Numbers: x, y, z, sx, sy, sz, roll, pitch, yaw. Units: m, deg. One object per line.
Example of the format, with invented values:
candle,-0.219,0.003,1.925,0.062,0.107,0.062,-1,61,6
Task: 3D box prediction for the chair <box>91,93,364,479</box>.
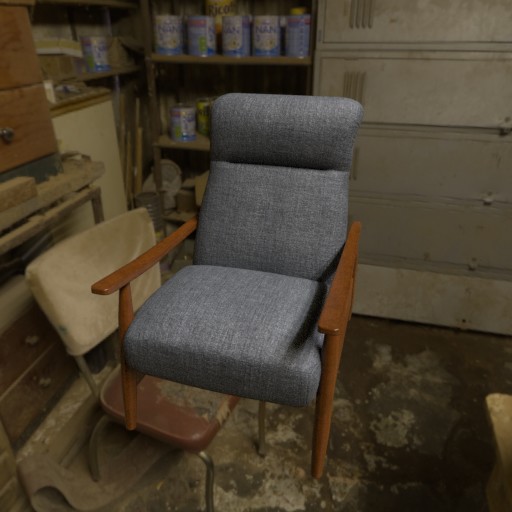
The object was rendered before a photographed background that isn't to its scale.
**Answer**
chair,0.000,0.000,1.733,0.762,1.082,1.030,8,28,15
